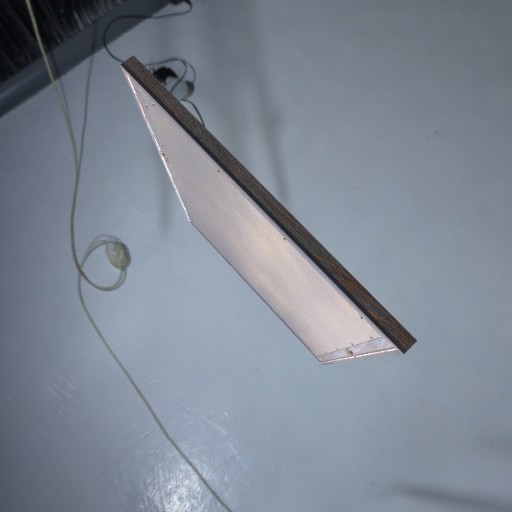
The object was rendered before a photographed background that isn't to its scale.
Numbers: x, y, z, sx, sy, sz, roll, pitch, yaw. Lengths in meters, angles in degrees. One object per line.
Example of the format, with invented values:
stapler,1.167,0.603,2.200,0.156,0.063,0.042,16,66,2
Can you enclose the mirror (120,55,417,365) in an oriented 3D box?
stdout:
mirror,0.000,0.000,1.202,0.032,0.882,0.730,-41,79,-10
